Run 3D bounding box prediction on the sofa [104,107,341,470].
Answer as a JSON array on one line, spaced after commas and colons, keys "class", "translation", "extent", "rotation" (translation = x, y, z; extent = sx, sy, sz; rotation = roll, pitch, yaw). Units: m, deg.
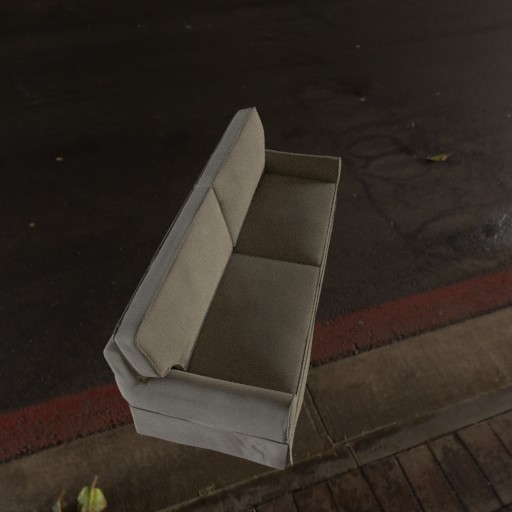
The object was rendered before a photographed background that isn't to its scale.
[{"class": "sofa", "translation": [0.000, 0.000, 2.819], "extent": [0.900, 1.014, 2.246], "rotation": [10, 46, 9]}]
